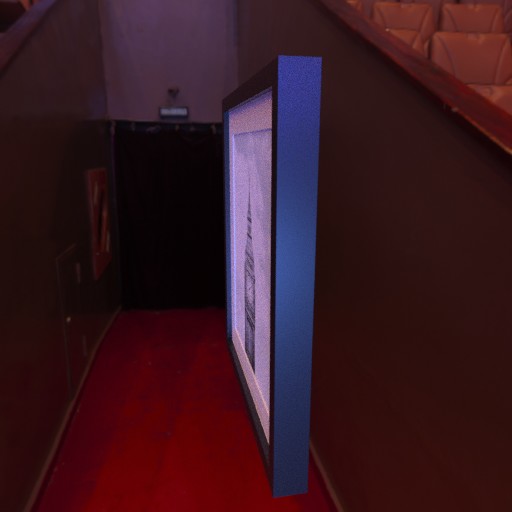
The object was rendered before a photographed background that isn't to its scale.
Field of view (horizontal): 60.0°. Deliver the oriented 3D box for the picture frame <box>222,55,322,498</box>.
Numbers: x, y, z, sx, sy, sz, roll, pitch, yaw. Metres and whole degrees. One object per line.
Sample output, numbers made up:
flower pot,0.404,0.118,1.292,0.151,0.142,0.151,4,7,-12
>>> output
picture frame,0.000,0.000,0.522,0.034,0.378,0.328,-3,14,-11
